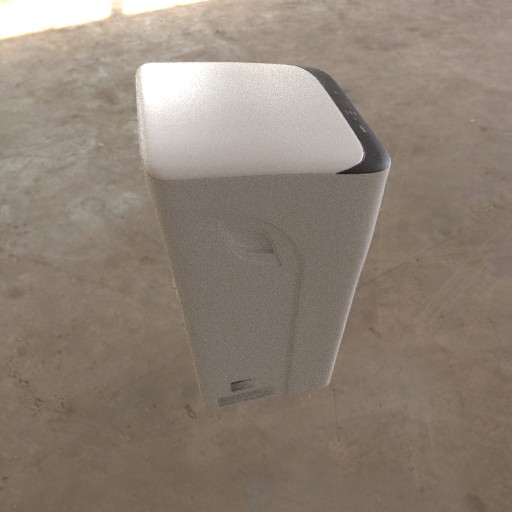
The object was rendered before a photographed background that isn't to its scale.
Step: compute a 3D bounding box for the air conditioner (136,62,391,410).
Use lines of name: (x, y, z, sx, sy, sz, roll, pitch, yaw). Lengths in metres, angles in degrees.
air conditioner: (0.000, 0.000, 0.931, 0.369, 0.716, 0.352, -9, 47, -8)
